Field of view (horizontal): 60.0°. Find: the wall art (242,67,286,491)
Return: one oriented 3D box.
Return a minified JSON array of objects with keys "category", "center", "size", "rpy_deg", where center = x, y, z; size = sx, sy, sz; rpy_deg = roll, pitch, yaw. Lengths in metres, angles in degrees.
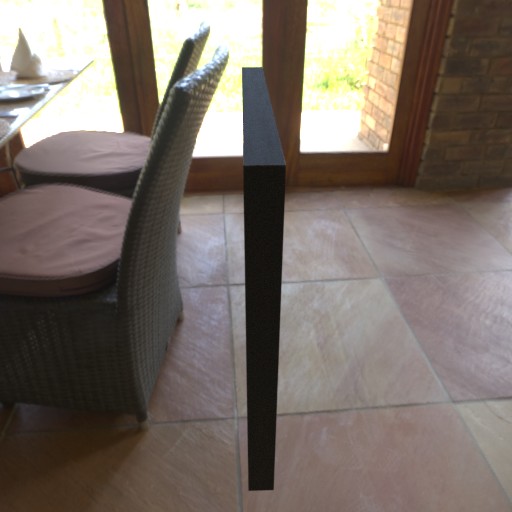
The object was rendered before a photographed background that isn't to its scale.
[{"category":"wall art","center":[0.000,0.000,0.741],"size":[0.038,0.508,0.508],"rpy_deg":[-1,32,-1]}]
